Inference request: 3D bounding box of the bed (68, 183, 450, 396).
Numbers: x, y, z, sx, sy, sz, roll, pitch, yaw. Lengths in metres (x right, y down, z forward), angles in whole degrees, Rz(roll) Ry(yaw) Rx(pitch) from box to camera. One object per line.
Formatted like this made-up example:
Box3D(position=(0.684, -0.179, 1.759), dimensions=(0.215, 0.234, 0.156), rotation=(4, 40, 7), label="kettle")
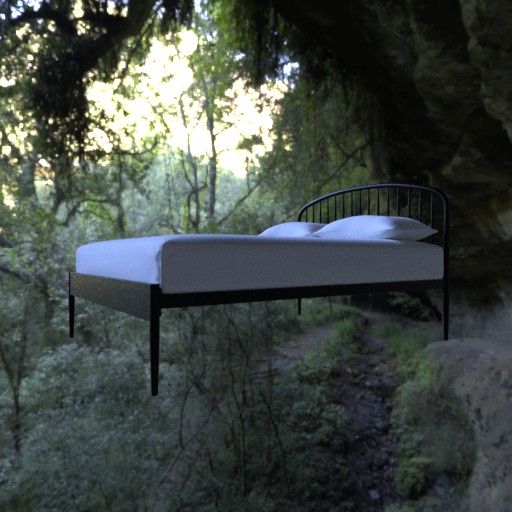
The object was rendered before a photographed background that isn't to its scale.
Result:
Box3D(position=(0.000, 0.000, 3.118), dimensions=(2.159, 1.166, 1.618), rotation=(0, 0, -34), label="bed")
